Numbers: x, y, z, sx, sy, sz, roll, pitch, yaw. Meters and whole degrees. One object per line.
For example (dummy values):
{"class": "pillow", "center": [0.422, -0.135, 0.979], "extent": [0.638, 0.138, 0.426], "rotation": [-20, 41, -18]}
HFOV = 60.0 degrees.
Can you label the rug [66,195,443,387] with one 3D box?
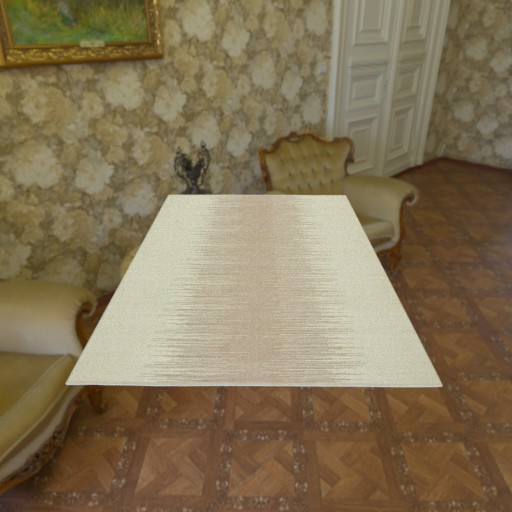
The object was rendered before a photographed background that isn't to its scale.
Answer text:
{"class": "rug", "center": [0.000, 0.000, 2.264], "extent": [1.234, 0.006, 1.850], "rotation": [0, 27, 0]}
